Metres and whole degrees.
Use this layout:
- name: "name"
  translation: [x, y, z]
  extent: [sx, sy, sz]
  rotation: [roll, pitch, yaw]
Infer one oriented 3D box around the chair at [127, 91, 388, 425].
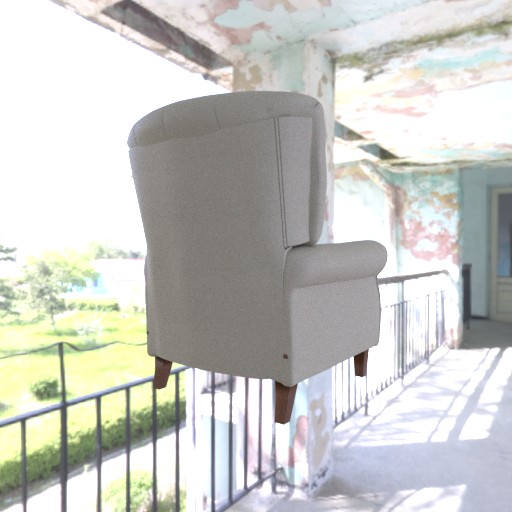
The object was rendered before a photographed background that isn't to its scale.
- name: "chair"
  translation: [0.000, 0.000, 1.977]
  extent: [0.943, 1.158, 1.059]
  rotation: [1, 2, 37]
